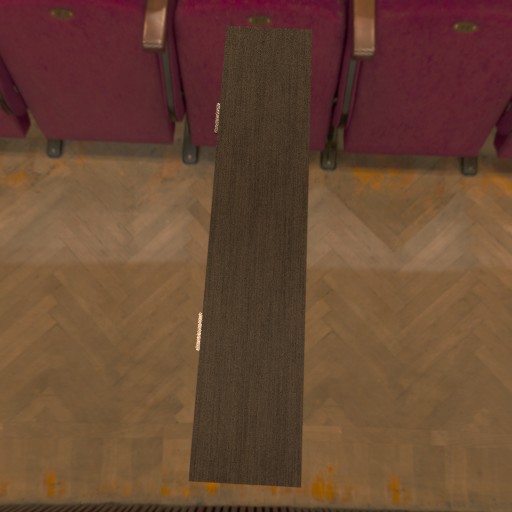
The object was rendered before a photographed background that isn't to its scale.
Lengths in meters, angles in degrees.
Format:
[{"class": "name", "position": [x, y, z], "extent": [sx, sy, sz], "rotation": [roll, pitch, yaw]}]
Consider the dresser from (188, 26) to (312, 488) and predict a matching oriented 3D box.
[{"class": "dresser", "position": [0.000, 0.000, 1.820], "extent": [0.333, 0.790, 1.535], "rotation": [3, 75, 1]}]
